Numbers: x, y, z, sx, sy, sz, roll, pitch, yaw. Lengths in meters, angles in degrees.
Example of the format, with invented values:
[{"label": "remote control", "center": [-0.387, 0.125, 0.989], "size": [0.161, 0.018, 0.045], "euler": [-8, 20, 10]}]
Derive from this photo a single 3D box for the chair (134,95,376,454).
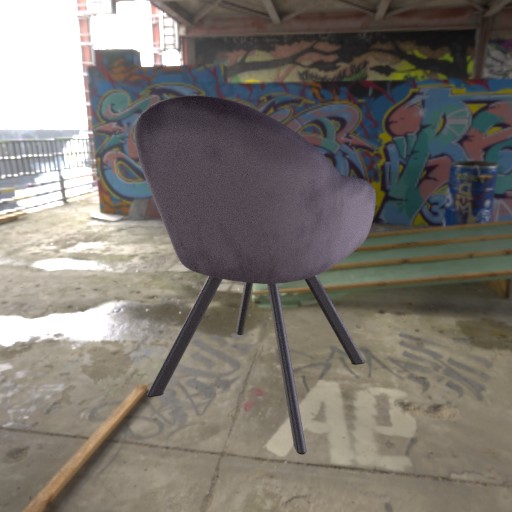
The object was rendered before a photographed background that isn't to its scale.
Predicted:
[{"label": "chair", "center": [0.000, 0.000, 1.211], "size": [0.550, 0.795, 0.590], "euler": [9, 18, 28]}]
